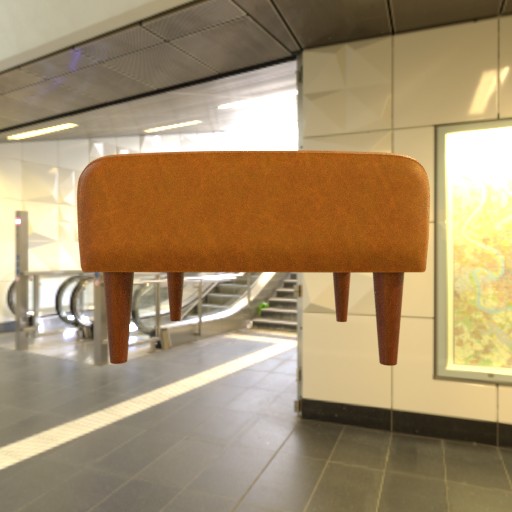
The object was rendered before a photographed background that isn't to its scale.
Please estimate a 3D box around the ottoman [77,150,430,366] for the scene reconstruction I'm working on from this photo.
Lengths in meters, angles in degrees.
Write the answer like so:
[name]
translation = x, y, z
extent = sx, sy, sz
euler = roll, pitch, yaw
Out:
[ottoman]
translation = 0.000, 0.000, 1.089
extent = 0.650, 0.399, 0.650
euler = 0, 0, 1
